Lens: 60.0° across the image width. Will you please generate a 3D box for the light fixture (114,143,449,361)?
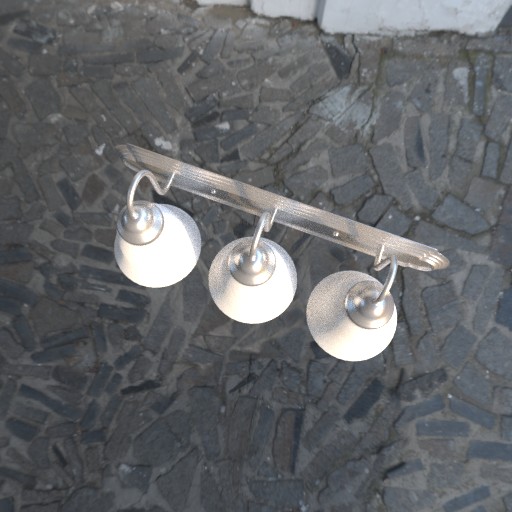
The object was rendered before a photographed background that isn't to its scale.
[{"bbox_3d":[0.000,0.000,0.721,0.610,0.222,0.199,20,77,5],"label":"light fixture"}]
